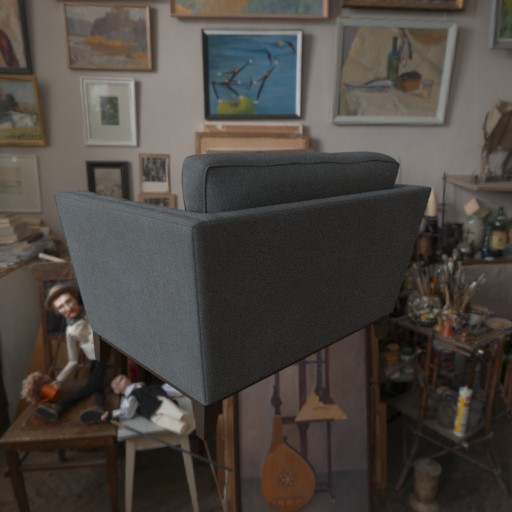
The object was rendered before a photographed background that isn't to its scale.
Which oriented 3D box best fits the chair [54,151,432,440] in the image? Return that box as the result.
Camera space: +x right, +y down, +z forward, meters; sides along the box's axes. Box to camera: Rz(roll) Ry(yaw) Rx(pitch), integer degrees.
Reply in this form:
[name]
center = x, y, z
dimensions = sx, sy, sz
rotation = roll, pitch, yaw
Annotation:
[chair]
center = 0.000, 0.000, 2.030
dimensions = 1.396, 0.942, 0.965
rotation = -14, 20, -42
